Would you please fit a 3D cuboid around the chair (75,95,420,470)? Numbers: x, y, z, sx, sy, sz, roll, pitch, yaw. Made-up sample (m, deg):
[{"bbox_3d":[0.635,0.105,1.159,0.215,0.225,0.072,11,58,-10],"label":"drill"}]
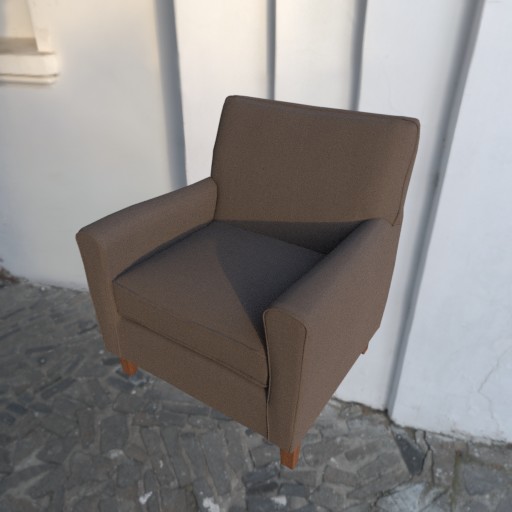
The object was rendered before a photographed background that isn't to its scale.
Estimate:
[{"bbox_3d":[0.000,0.000,1.576,0.836,0.911,0.831,18,35,28],"label":"chair"}]
